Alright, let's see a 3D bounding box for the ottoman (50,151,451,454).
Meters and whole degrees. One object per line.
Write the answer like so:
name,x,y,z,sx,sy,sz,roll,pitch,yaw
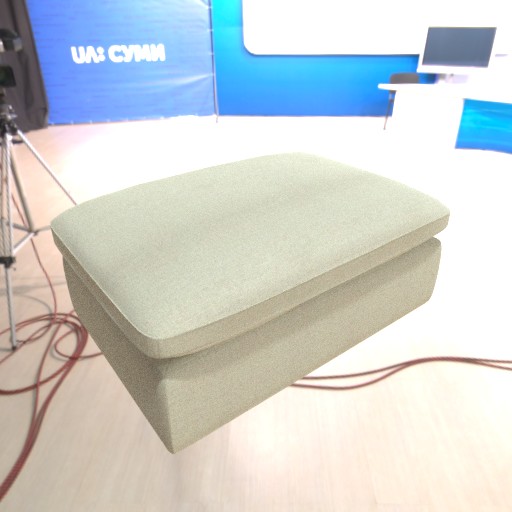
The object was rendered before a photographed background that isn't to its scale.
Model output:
ottoman,0.000,0.000,1.329,0.984,0.453,0.686,-21,36,-32
